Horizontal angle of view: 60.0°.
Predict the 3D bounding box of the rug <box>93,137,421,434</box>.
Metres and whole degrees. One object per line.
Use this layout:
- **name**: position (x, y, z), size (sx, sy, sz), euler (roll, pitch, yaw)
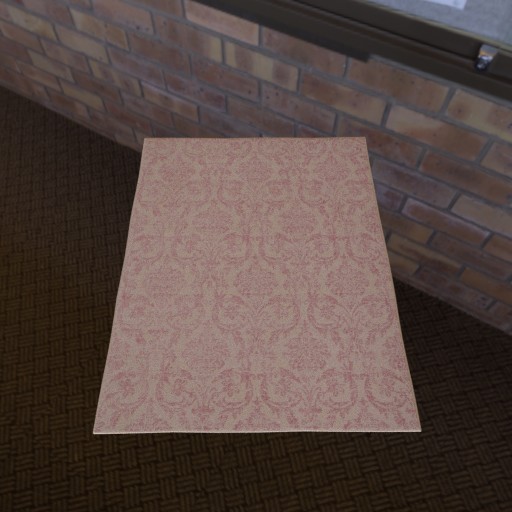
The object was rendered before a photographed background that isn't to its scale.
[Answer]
- **rug**: position (0.000, 0.000, 3.968), size (2.363, 0.012, 2.980), euler (0, 58, 0)
